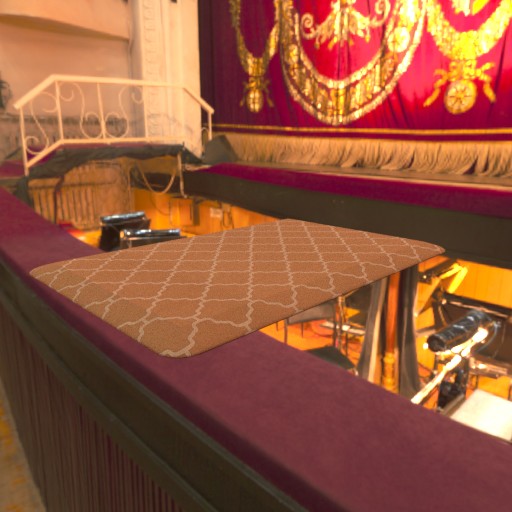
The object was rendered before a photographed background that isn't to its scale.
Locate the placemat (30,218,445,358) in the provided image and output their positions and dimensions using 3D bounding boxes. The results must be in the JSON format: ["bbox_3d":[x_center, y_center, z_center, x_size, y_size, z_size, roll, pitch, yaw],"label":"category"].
[{"bbox_3d":[0.000,0.000,0.939,0.762,0.021,0.508,-14,21,-42],"label":"placemat"}]
